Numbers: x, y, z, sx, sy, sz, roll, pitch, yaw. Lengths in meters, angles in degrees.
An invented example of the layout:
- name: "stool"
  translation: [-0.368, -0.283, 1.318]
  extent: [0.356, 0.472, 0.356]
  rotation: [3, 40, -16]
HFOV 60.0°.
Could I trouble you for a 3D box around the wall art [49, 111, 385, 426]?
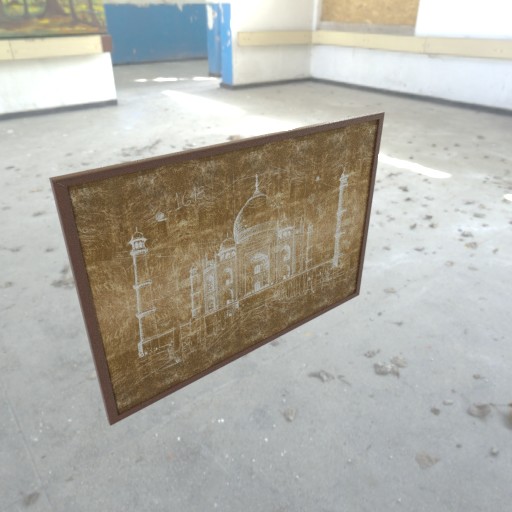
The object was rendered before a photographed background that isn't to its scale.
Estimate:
- name: "wall art"
  translation: [0.000, 0.000, 0.850]
  extent: [0.660, 0.455, 0.014]
  rotation: [-21, 36, -32]
